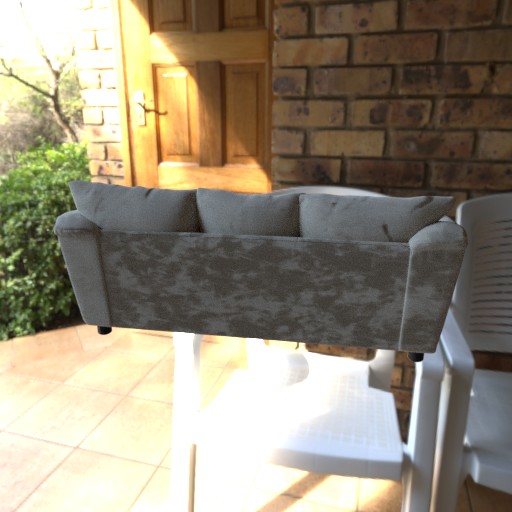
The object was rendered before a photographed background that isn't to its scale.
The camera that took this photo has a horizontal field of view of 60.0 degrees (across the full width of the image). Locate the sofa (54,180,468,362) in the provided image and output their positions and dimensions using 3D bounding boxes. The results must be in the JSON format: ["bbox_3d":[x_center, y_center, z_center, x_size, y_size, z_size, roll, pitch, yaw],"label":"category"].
[{"bbox_3d":[0.000,0.000,2.832,2.377,0.981,0.893,3,17,10],"label":"sofa"}]
